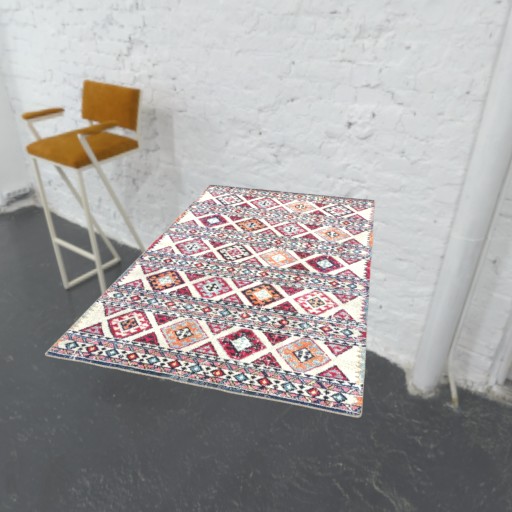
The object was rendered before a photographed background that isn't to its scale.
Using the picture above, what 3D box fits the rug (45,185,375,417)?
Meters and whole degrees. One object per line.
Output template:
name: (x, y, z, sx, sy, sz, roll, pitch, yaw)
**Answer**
rug: (0.000, 0.000, 3.045, 1.545, 0.010, 2.440, 7, 31, 12)
